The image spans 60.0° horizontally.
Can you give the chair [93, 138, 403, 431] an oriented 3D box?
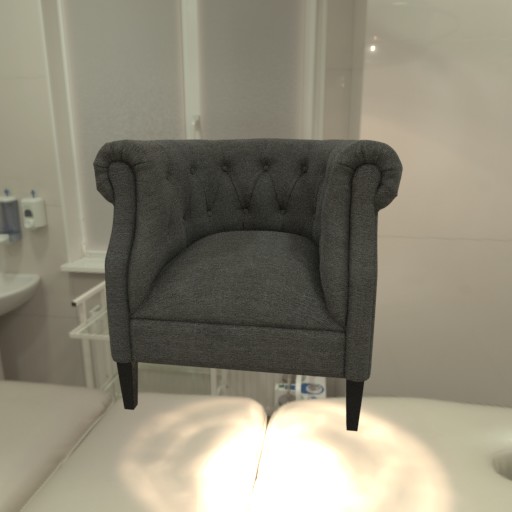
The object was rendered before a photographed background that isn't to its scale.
[{"bbox_3d":[0.000,0.000,1.611,0.905,0.827,0.852,2,15,8],"label":"chair"}]
